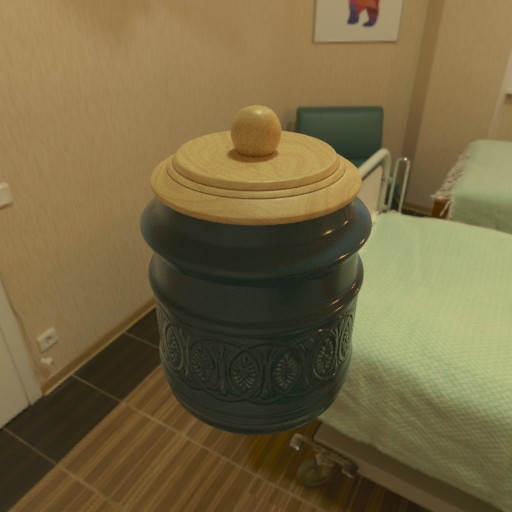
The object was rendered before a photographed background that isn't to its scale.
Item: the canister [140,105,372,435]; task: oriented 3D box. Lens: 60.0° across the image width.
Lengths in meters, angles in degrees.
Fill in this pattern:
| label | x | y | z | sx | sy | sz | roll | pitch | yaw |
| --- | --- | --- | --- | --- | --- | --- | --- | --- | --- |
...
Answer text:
| label | x | y | z | sx | sy | sz | roll | pitch | yaw |
| --- | --- | --- | --- | --- | --- | --- | --- | --- | --- |
| canister | 0.000 | 0.000 | 0.269 | 0.130 | 0.176 | 0.130 | 0 | 32 | 0 |
